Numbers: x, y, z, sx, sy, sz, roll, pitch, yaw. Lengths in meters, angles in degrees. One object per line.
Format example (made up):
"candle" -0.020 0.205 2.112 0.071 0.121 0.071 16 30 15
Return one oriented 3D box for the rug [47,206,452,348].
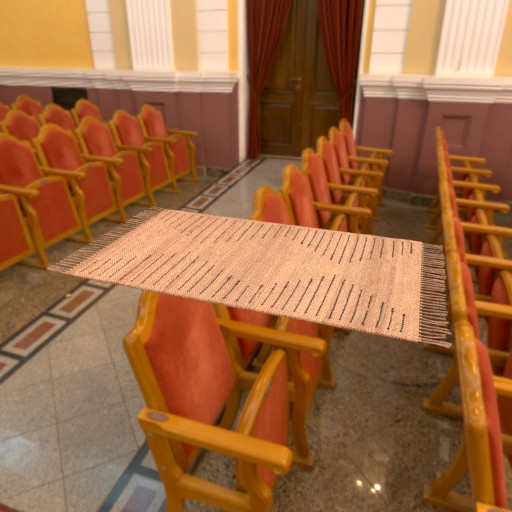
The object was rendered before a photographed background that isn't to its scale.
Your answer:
"rug" 0.000 0.000 2.122 1.718 0.017 0.905 9 27 17
